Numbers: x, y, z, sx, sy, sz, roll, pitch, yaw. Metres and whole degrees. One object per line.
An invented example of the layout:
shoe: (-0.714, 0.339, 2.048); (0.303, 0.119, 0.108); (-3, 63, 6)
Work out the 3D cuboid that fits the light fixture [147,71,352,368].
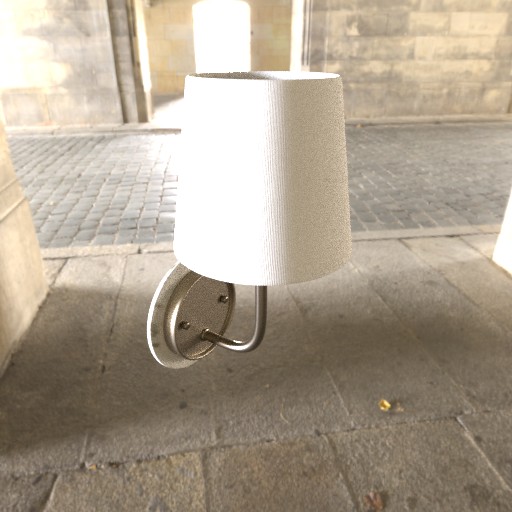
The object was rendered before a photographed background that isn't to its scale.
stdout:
light fixture: (0.000, 0.000, 0.444); (0.188, 0.337, 0.168); (17, 30, 31)
